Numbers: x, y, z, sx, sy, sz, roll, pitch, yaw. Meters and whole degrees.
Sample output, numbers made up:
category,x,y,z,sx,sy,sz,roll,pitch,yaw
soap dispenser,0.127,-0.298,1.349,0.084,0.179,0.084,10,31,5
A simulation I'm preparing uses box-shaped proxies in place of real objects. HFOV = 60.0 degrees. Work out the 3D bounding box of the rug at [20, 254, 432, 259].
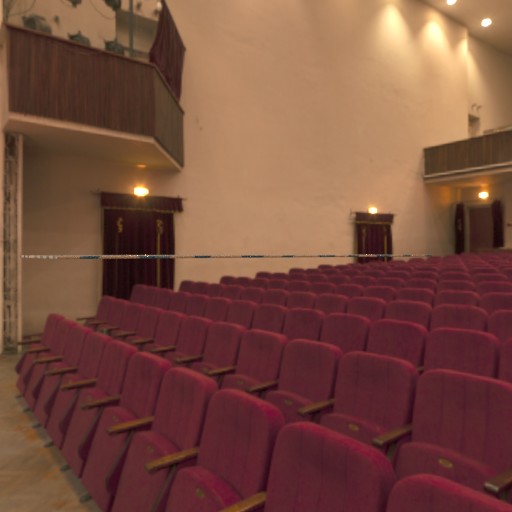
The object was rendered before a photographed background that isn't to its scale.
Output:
category,x,y,z,sx,sy,sz,roll,pitch,yaw
rug,0.000,0.000,1.644,1.492,0.007,0.503,0,0,-36
